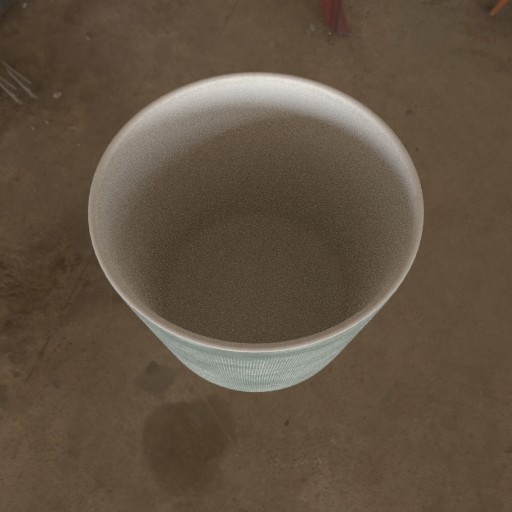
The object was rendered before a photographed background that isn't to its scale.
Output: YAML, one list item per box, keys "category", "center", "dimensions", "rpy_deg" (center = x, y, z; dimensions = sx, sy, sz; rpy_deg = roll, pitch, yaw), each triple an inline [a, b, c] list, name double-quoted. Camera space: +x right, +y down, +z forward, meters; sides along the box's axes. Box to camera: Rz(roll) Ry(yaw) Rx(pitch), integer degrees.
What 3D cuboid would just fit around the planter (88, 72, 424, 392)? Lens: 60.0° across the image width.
- category: "planter"
  center: [0.000, 0.000, 0.764]
  dimensions: [0.440, 0.398, 0.440]
  rpy_deg: [0, 63, 0]
